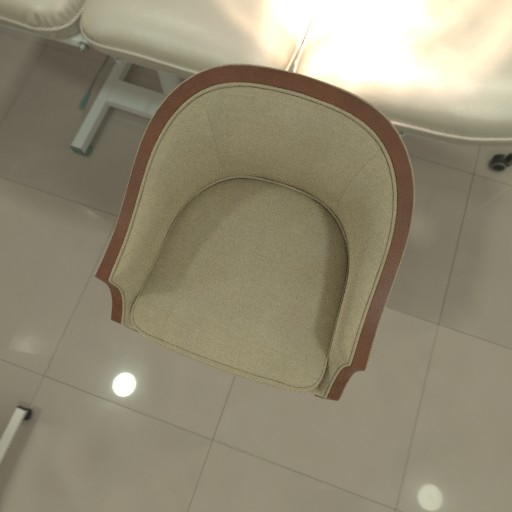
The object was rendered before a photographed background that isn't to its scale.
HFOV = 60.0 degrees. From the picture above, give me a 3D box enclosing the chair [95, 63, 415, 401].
[{"bbox_3d":[0.000,0.000,1.416,0.803,0.876,0.735,18,74,5],"label":"chair"}]
